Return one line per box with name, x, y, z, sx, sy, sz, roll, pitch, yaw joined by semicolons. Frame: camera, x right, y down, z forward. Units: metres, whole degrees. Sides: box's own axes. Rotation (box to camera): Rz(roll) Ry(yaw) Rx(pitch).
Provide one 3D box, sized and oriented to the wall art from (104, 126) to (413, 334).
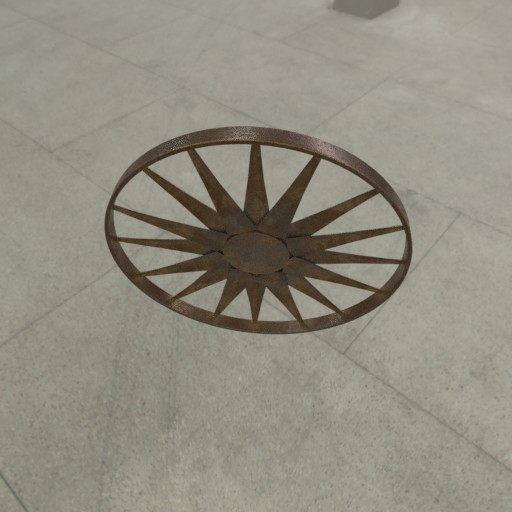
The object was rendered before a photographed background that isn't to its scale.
wall art;0.000;0.000;0.874;0.582;0.583;0.084;4;47;4
